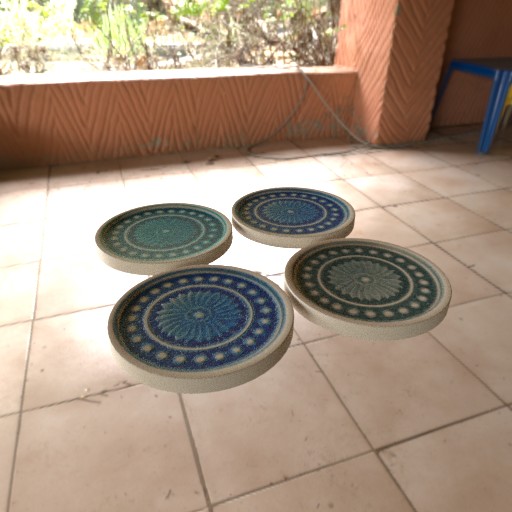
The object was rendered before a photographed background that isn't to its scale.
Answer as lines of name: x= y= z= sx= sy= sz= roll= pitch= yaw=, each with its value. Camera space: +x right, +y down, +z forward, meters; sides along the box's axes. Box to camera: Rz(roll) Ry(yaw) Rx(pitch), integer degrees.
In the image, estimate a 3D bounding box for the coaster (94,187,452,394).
coaster: x=0.000 y=0.000 z=0.327 sx=0.220 sy=0.010 sz=0.224 roll=-11 pitch=32 yaw=-18
